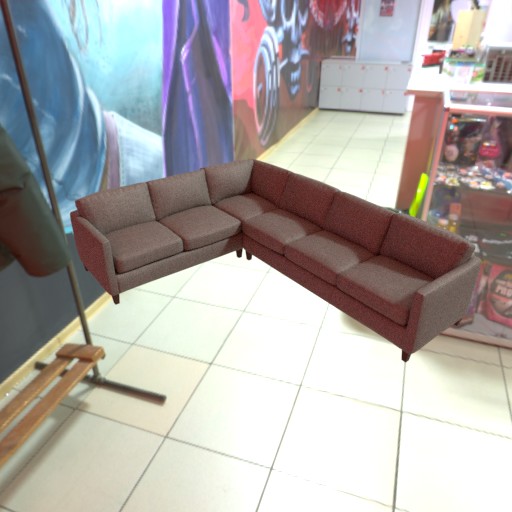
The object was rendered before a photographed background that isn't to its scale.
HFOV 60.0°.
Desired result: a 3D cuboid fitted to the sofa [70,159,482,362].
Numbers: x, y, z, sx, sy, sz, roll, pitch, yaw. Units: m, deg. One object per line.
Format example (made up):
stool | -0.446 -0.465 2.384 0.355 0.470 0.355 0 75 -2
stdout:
sofa | 0.000 0.000 4.434 2.593 0.947 3.302 -21 36 -33
